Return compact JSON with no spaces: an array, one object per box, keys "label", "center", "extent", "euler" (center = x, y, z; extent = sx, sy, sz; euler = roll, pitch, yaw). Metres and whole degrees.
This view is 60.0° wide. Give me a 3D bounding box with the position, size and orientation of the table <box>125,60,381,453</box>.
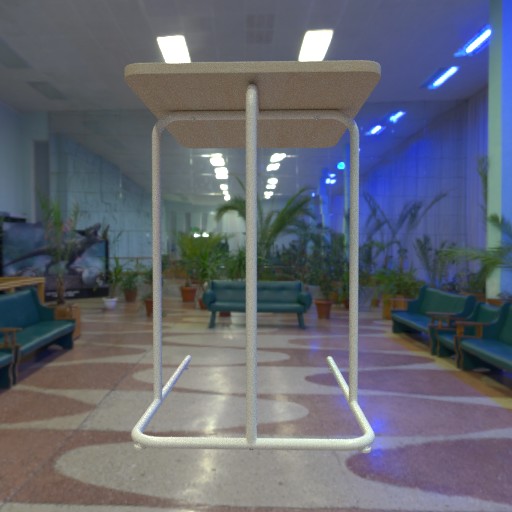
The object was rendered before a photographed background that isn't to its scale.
[{"label":"table","center":[0.000,0.000,0.859],"extent":[0.370,0.550,0.480],"euler":[0,1,2]}]
